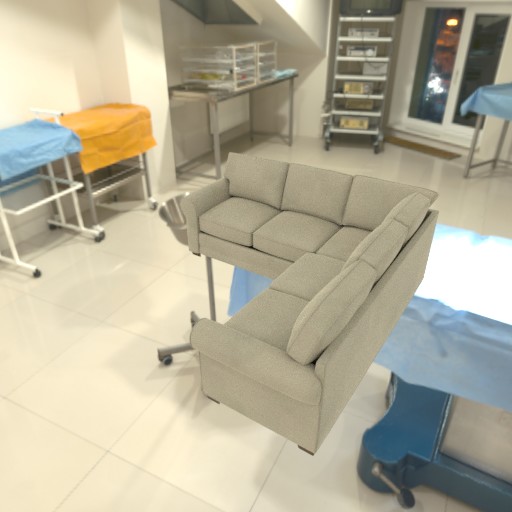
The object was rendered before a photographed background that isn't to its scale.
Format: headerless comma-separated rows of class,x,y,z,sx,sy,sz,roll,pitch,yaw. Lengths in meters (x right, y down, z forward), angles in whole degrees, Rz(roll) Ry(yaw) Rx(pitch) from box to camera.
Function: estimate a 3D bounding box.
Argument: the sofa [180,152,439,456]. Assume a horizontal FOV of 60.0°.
sofa,0.000,0.000,4.005,2.487,1.053,2.562,18,35,29
